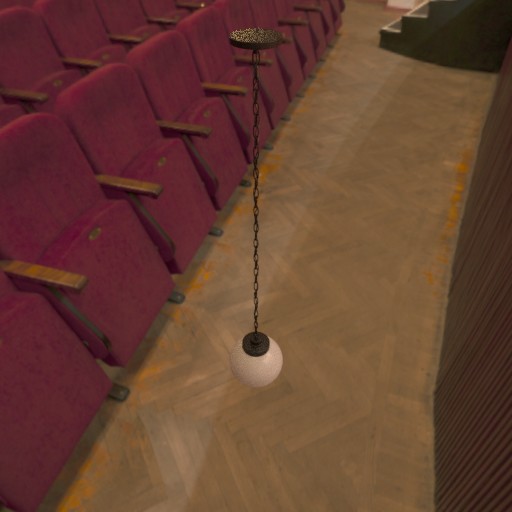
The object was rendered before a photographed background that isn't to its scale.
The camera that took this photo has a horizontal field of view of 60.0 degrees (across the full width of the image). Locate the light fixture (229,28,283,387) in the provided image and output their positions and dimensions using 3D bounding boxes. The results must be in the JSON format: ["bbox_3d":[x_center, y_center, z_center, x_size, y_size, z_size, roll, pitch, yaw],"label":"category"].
[{"bbox_3d":[0.000,0.000,2.030,0.305,1.867,0.304,11,42,13],"label":"light fixture"}]
